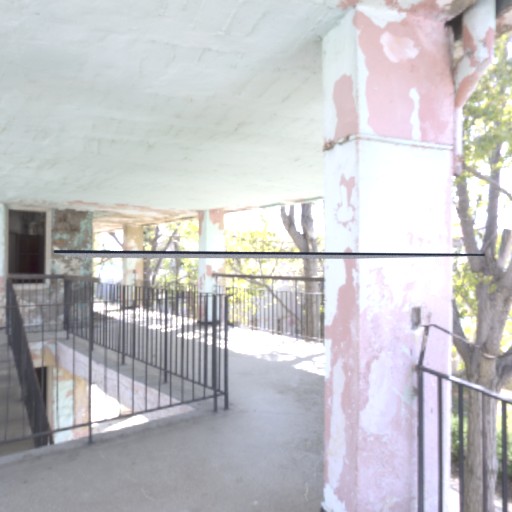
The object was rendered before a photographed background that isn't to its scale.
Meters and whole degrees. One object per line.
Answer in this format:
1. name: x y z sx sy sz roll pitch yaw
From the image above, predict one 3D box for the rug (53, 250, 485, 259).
1. rug: 0.000 0.000 2.914 2.290 0.014 1.526 0 -1 -18
